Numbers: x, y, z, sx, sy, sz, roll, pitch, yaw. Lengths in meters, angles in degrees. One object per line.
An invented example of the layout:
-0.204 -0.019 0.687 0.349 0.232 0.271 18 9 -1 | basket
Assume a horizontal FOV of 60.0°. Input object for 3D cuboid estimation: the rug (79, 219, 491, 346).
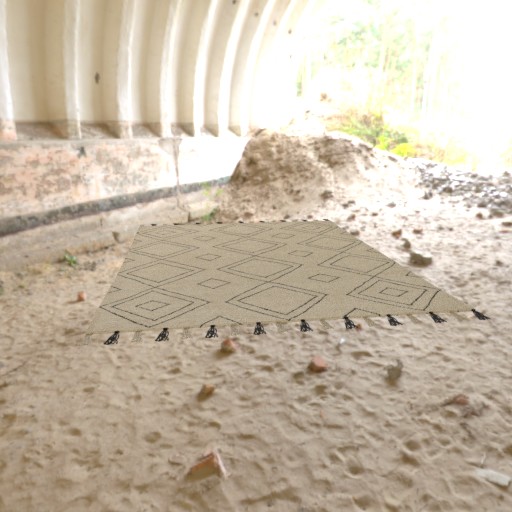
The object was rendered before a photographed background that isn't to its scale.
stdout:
0.000 0.000 3.994 2.342 0.026 3.221 -2 16 -8 | rug
